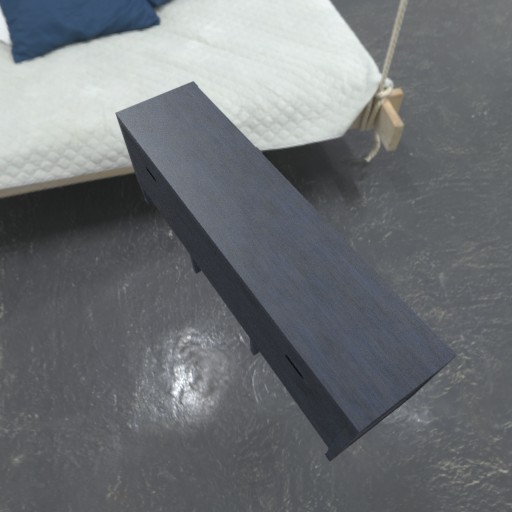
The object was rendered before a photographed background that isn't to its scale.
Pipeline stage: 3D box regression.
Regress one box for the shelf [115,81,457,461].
[{"bbox_3d":[0.000,0.000,2.228,0.471,0.715,1.878,-30,62,-18],"label":"shelf"}]
